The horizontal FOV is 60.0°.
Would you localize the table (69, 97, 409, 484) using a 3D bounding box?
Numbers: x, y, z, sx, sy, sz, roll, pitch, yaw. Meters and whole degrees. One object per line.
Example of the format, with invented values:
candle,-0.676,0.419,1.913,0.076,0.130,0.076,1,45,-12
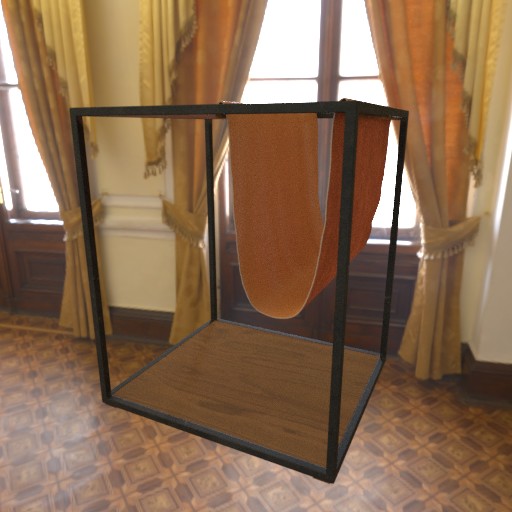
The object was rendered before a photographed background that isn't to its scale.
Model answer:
table,0.000,0.000,0.838,0.450,0.536,0.399,8,18,25
